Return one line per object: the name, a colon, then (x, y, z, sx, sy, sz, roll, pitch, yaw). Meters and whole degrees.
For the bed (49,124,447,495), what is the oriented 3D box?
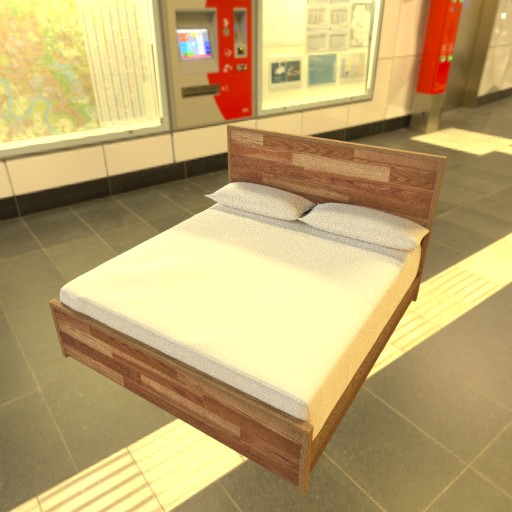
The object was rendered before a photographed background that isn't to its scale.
bed: (0.000, 0.000, 3.318, 2.013, 1.295, 2.184, 17, 33, 28)
